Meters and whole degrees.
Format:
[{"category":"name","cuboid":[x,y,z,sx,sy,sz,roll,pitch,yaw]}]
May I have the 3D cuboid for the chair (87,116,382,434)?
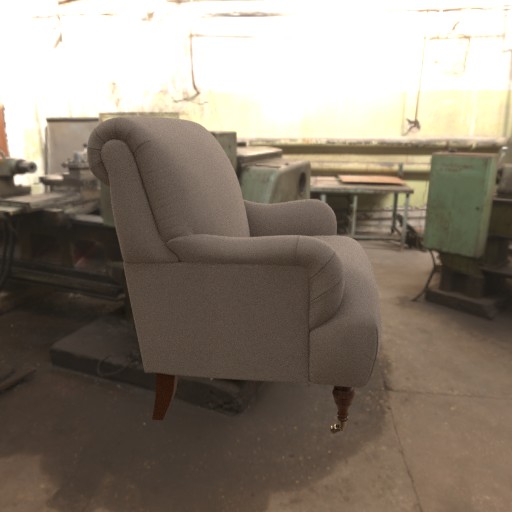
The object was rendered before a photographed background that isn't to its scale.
[{"category":"chair","cuboid":[0.000,0.000,1.574,0.842,0.942,0.766,2,16,8]}]
